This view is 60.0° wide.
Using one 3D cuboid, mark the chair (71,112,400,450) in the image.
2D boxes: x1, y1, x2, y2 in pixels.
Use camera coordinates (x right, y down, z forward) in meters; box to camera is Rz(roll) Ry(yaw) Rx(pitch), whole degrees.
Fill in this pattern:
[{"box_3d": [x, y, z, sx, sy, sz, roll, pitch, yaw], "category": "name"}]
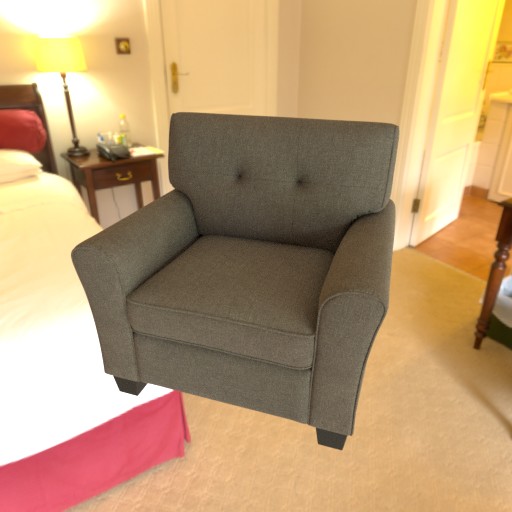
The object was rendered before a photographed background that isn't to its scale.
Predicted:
[{"box_3d": [0.000, 0.000, 1.591, 0.941, 0.890, 0.816, 8, 27, 17], "category": "chair"}]
